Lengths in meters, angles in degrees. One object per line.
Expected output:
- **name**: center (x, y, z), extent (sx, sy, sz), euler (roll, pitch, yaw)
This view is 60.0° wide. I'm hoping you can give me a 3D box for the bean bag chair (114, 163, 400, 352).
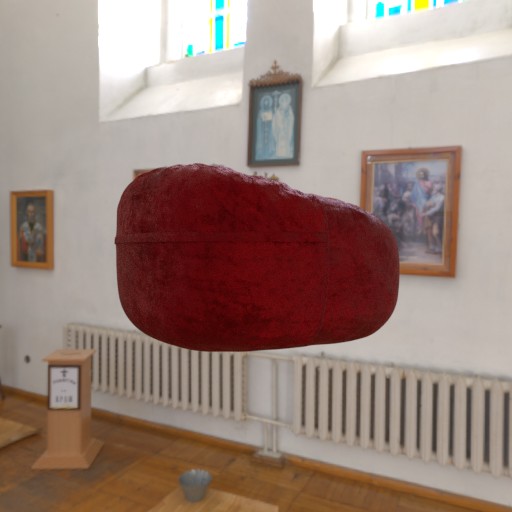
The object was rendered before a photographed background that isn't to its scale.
- **bean bag chair**: center (0.000, 0.000, 2.506), extent (1.524, 0.878, 1.524), euler (0, 1, -19)
